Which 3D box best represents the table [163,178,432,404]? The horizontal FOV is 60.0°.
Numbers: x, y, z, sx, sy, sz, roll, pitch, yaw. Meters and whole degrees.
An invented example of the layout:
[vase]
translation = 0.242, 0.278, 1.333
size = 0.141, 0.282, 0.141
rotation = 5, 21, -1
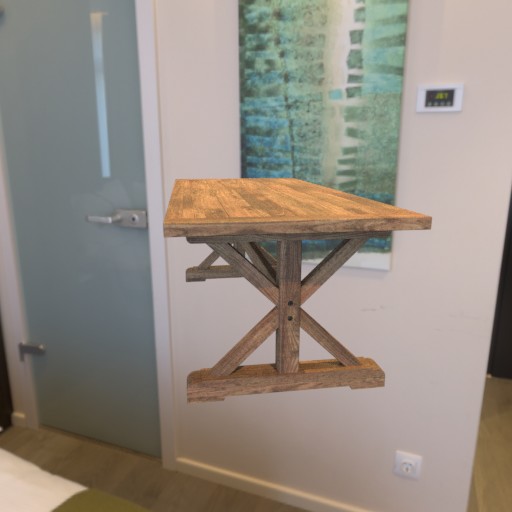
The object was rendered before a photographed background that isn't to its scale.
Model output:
[table]
translation = 0.000, 0.000, 2.514
size = 0.907, 0.733, 2.031
rotation = -2, 14, -9
